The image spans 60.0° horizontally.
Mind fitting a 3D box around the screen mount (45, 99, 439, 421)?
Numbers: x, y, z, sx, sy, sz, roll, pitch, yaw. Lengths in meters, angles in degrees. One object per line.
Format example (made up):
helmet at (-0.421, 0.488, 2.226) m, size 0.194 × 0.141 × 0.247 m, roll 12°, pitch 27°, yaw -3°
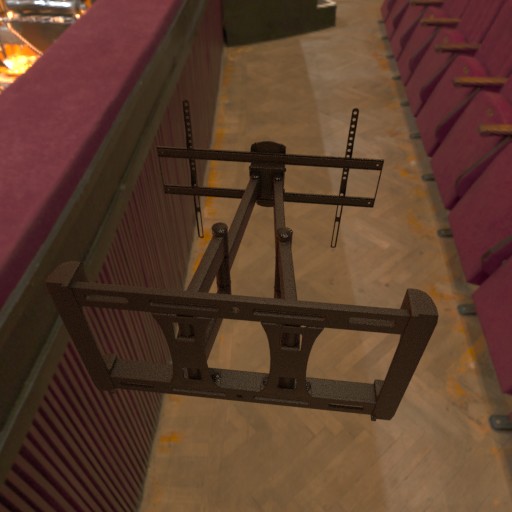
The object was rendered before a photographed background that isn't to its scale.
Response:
screen mount at (0.000, 0.000, 1.099) m, size 0.661 × 0.491 × 0.644 m, roll 4°, pitch 44°, yaw 5°
